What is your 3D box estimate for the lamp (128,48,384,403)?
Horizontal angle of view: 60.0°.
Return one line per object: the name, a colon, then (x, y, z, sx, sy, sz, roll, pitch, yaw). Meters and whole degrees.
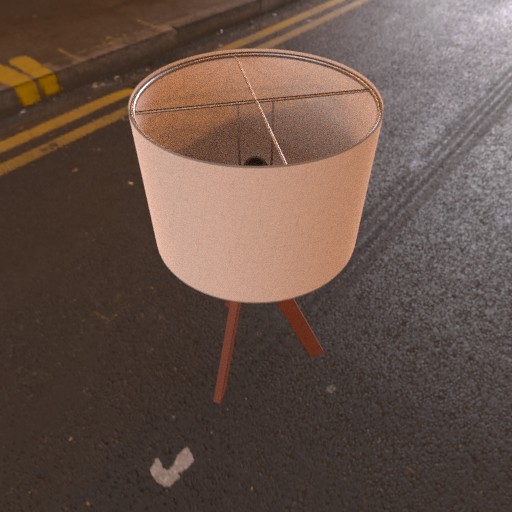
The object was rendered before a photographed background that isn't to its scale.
lamp: (0.000, 0.000, 0.912, 0.380, 0.686, 0.380, -9, 46, -8)
